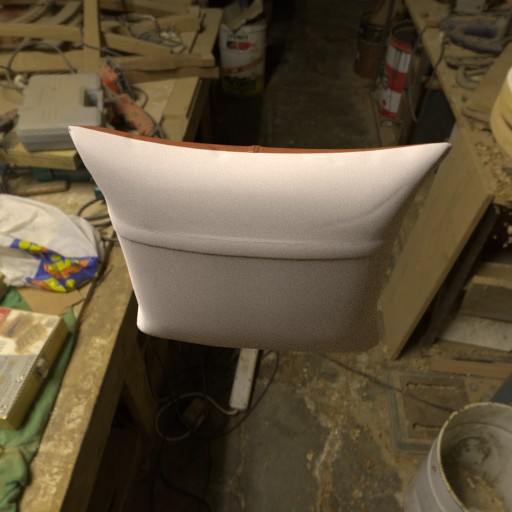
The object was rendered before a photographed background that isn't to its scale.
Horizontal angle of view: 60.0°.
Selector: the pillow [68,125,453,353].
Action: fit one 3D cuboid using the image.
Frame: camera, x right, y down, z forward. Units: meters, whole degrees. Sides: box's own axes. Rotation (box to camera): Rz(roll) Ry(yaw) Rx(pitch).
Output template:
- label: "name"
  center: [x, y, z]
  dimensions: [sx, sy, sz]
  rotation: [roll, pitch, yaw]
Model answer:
- label: "pillow"
  center: [0.000, 0.000, 0.751]
  dimensions: [0.501, 0.477, 0.192]
  rotation: [4, 47, 3]
